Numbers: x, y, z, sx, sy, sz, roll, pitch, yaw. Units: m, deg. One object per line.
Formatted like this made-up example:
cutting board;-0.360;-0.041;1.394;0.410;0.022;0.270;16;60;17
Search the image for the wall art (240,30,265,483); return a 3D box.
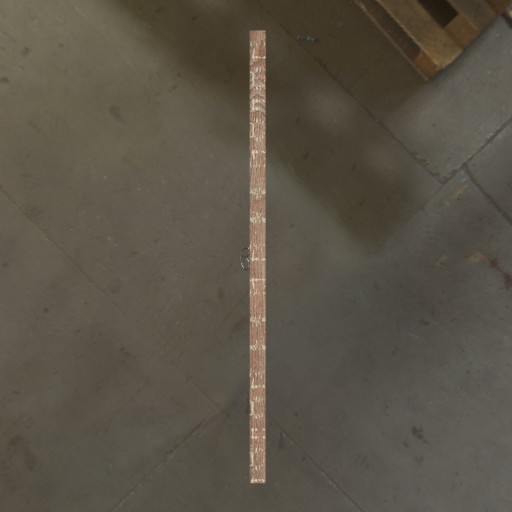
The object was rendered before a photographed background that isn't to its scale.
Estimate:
wall art;0.000;0.000;0.562;0.022;0.380;0.380;0;90;1
